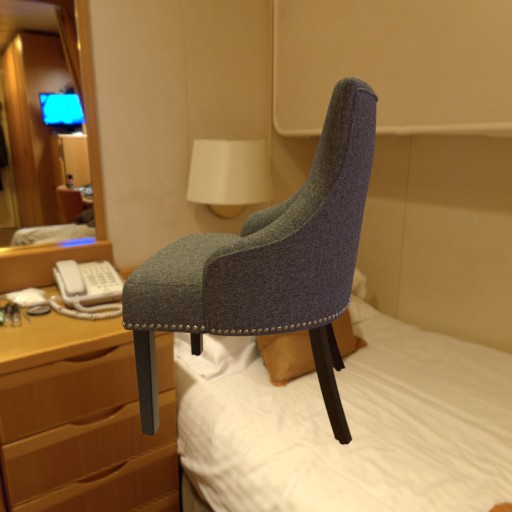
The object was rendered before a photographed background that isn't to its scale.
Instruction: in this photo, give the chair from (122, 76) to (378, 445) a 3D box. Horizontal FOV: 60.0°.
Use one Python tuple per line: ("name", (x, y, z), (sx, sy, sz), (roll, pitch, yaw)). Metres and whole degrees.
("chair", (0.000, 0.000, 1.293), (0.629, 0.909, 0.566), (2, 15, 8))
